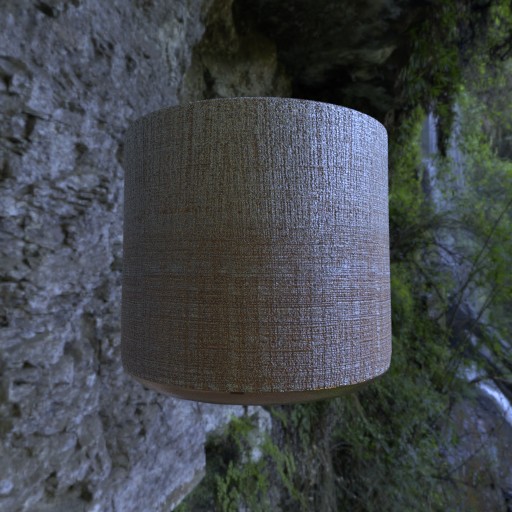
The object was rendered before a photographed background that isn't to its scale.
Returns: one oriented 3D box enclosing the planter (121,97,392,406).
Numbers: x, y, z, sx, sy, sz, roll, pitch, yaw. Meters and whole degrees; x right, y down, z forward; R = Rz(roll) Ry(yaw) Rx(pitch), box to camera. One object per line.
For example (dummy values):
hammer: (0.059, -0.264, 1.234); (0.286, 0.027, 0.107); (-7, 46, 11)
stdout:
planter: (0.000, 0.000, 0.187); (0.109, 0.096, 0.109); (0, -1, 0)
